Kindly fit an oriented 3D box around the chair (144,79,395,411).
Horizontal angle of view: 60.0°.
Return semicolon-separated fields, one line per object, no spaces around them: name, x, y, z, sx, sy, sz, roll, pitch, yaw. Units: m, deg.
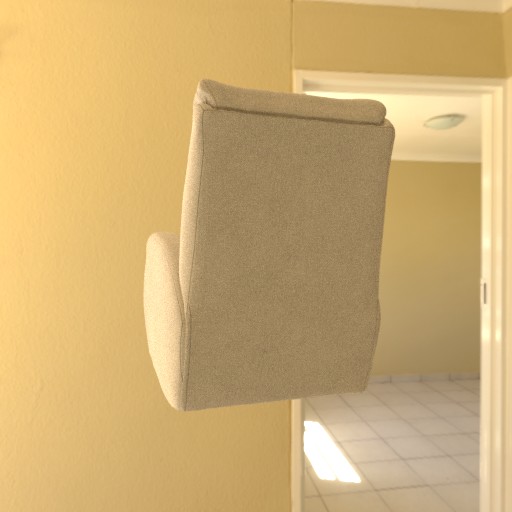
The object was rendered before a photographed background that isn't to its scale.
chair;0.000;0.000;1.705;0.794;1.021;0.940;0;1;-18
